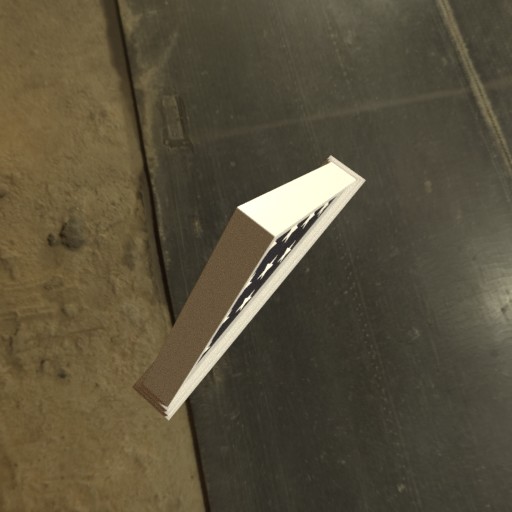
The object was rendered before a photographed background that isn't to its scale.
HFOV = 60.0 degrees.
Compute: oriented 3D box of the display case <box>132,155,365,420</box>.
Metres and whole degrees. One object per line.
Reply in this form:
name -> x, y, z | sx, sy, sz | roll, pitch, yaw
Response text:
display case -> 0.000, 0.000, 0.753 | 0.095, 0.340, 0.640 | 38, 78, 10
